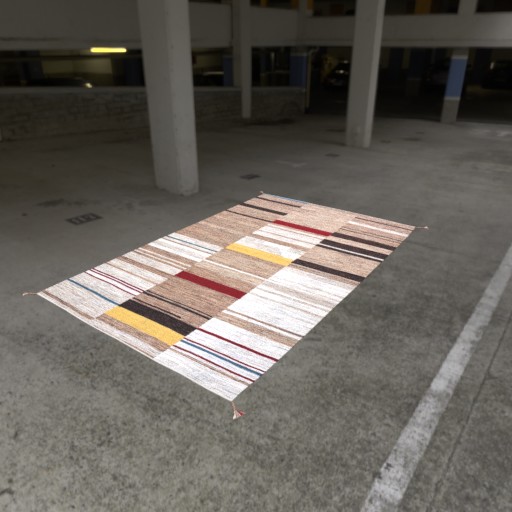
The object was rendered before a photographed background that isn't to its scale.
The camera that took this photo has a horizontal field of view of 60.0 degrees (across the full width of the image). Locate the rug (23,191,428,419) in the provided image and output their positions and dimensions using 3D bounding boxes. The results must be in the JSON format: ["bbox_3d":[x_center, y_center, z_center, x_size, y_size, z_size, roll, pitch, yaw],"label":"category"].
[{"bbox_3d":[0.000,0.000,2.363,1.268,0.007,1.918,18,31,32],"label":"rug"}]
